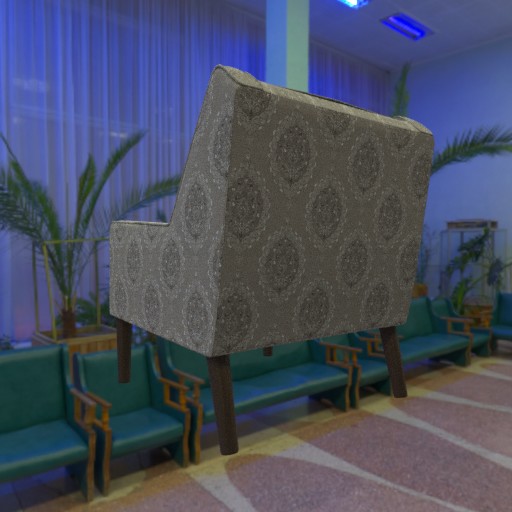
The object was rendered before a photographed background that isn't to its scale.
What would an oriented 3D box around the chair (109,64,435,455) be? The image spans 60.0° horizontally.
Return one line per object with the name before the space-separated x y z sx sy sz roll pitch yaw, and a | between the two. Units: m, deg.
chair | 0.000 0.000 1.306 0.665 0.797 0.750 -1 1 -36
